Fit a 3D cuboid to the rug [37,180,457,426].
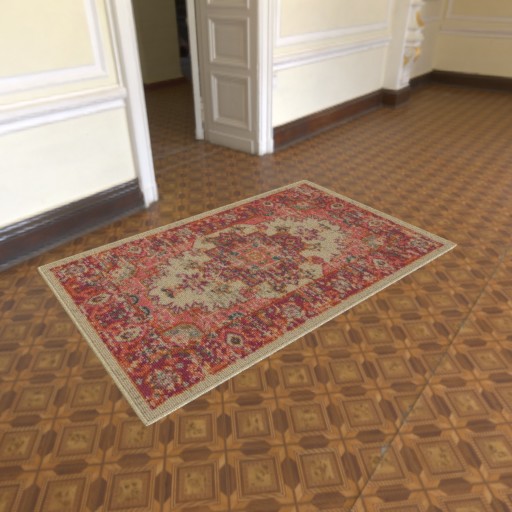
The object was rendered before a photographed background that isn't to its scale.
[{"bbox_3d":[0.000,0.000,1.079,0.868,0.004,0.556,-23,38,-32],"label":"rug"}]
